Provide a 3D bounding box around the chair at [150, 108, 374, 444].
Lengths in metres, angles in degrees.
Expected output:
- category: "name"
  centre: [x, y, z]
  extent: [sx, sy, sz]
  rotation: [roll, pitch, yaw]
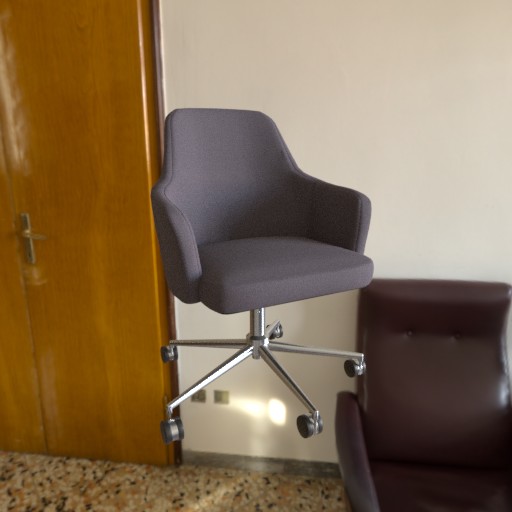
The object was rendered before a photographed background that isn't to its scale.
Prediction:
- category: "chair"
  centre: [0.000, 0.000, 1.251]
  extent: [0.655, 0.820, 0.600]
  rotation: [-8, 17, -27]
